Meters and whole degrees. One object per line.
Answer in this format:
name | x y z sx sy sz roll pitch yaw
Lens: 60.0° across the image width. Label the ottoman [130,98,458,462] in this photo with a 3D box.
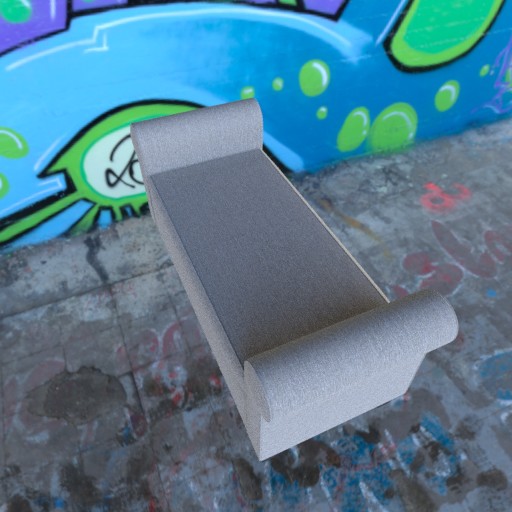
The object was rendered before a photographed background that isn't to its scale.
ottoman | 0.000 0.000 1.546 0.521 0.547 1.256 -18 49 -17
